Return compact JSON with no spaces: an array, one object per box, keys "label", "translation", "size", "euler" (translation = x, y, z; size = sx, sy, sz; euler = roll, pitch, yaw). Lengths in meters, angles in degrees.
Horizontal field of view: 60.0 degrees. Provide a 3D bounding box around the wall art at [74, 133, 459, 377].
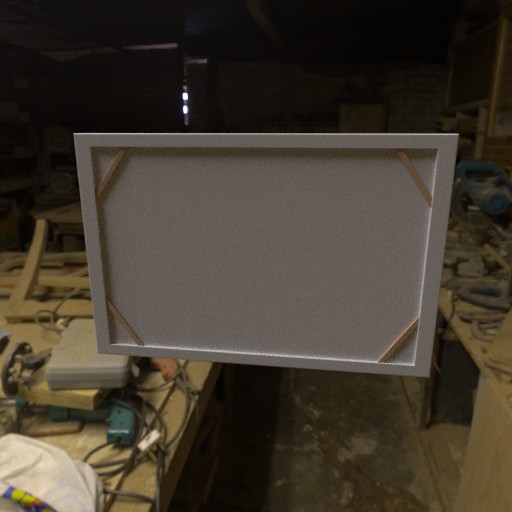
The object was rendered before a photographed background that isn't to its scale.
[{"label":"wall art","translation":[0.000,0.000,1.146],"size":[0.914,0.609,0.038],"euler":[2,16,8]}]
